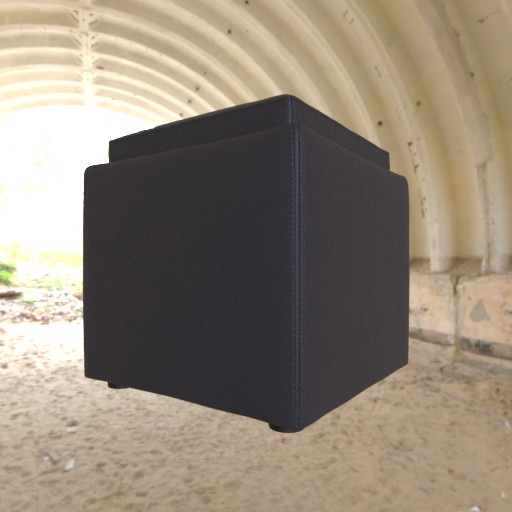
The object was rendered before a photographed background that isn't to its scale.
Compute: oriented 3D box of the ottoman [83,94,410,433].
[{"bbox_3d":[0.000,0.000,0.826,0.451,0.460,0.450,-1,-1,35],"label":"ottoman"}]
